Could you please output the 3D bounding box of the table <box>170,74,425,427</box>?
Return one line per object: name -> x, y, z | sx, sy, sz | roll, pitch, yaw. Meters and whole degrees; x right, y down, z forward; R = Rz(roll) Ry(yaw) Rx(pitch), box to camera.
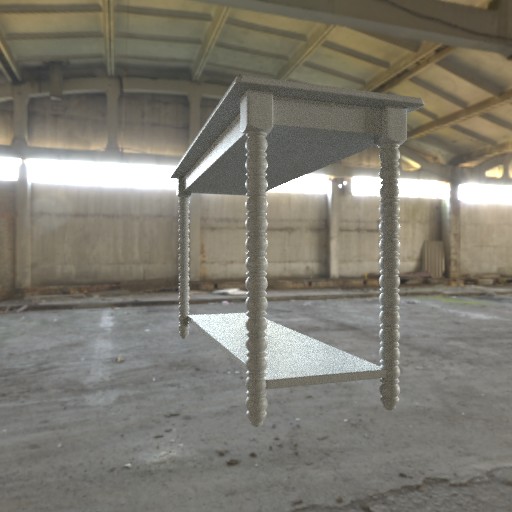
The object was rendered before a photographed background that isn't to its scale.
table -> 0.000, 0.000, 1.527 | 0.459, 0.740, 1.184 | 0, 0, -18
